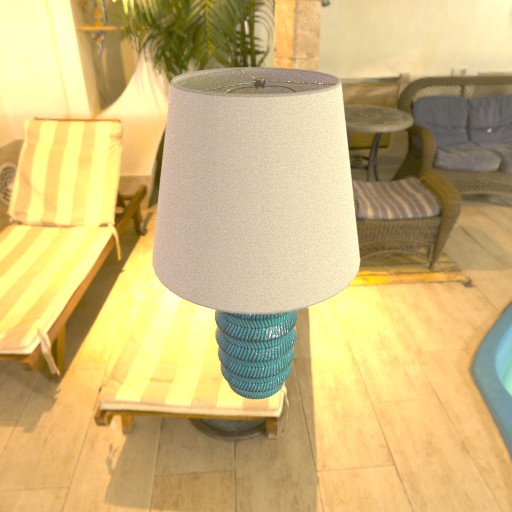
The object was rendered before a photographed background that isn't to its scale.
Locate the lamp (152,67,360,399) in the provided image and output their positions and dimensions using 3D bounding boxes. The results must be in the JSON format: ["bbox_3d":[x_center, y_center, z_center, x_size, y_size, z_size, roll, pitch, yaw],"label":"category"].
[{"bbox_3d":[0.000,0.000,0.775,0.355,0.582,0.355,0,30,0],"label":"lamp"}]
